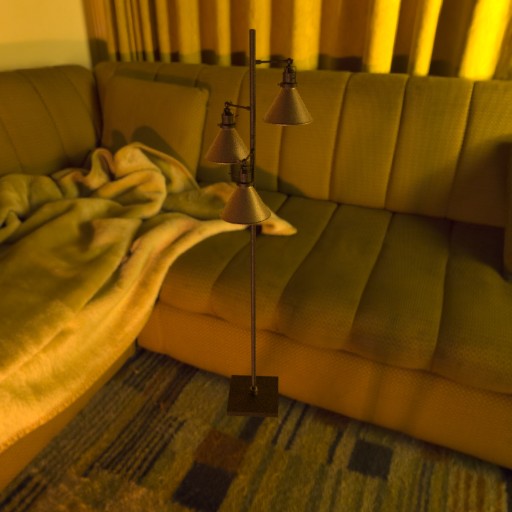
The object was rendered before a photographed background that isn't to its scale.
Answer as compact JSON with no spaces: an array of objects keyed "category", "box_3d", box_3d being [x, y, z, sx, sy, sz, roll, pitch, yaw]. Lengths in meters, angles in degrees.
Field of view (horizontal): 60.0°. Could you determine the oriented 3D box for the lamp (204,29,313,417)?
[{"category":"lamp","box_3d":[0.000,0.000,1.883,0.428,1.716,0.415,1,29,2]}]
